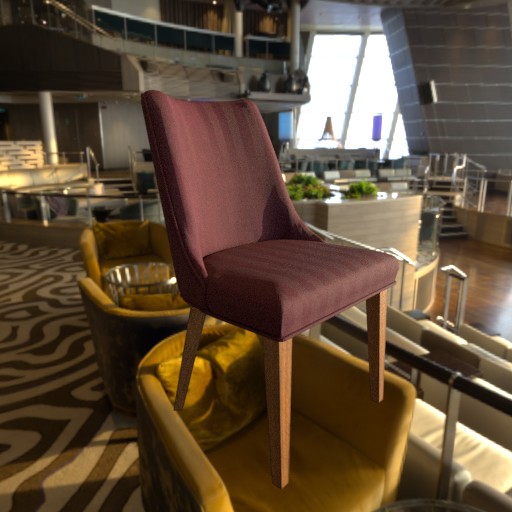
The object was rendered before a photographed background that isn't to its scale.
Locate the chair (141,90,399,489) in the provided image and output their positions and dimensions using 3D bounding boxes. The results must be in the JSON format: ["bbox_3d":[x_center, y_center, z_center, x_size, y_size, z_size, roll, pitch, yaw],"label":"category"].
[{"bbox_3d":[0.000,0.000,1.295,0.638,0.916,0.548,13,19,41],"label":"chair"}]
